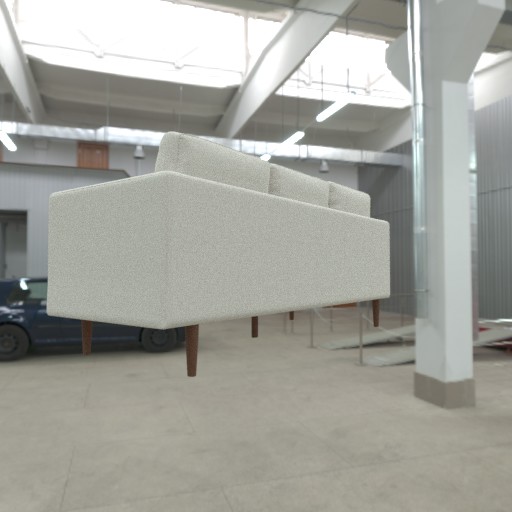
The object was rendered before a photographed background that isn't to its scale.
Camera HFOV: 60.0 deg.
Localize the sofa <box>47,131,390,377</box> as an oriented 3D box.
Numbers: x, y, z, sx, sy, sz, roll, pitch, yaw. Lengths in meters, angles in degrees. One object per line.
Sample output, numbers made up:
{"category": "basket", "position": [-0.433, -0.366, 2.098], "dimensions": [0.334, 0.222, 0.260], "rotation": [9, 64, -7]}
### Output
{"category": "sofa", "position": [0.000, 0.000, 2.493], "dimensions": [0.802, 0.912, 2.029], "rotation": [-1, -2, 37]}
